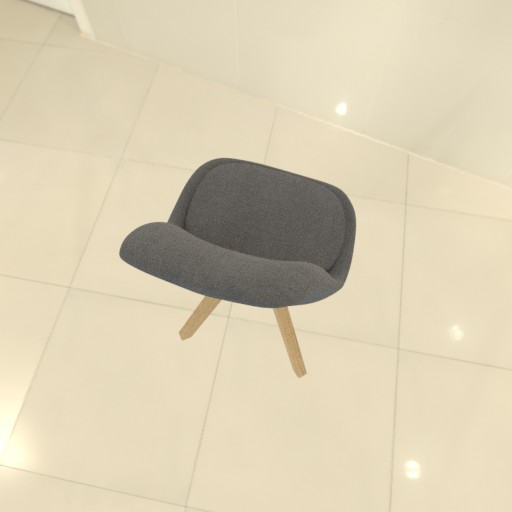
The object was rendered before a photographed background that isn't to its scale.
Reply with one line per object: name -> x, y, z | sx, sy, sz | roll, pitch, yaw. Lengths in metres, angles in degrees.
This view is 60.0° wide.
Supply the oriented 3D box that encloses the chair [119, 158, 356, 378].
chair -> 0.000, 0.000, 1.188 | 0.485, 0.850, 0.550 | 16, 65, 8
